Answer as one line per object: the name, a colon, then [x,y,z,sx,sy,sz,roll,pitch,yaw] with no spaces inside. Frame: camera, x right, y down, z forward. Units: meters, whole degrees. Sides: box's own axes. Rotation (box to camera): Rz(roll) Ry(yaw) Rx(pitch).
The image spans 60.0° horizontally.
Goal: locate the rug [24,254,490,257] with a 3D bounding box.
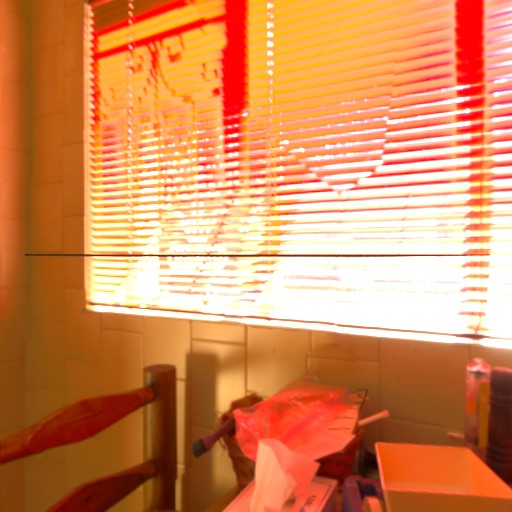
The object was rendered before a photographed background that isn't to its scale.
rug: [0.000,0.000,3.792,2.940,0.011,2.053,0,0,-1]
